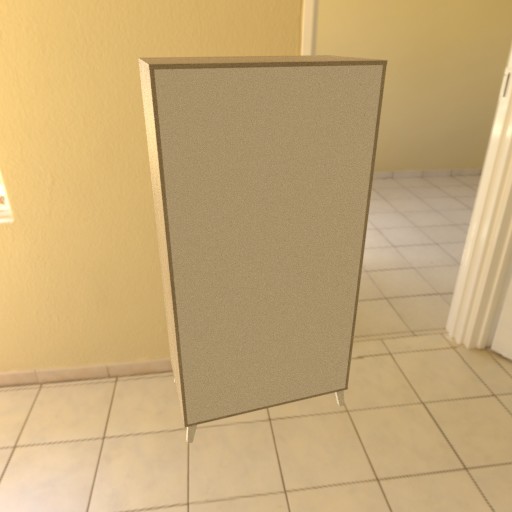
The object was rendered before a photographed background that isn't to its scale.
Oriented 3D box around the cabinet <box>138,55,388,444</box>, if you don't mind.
[{"bbox_3d":[0.000,0.000,2.459,1.006,1.999,0.571,-8,28,-15],"label":"cabinet"}]
